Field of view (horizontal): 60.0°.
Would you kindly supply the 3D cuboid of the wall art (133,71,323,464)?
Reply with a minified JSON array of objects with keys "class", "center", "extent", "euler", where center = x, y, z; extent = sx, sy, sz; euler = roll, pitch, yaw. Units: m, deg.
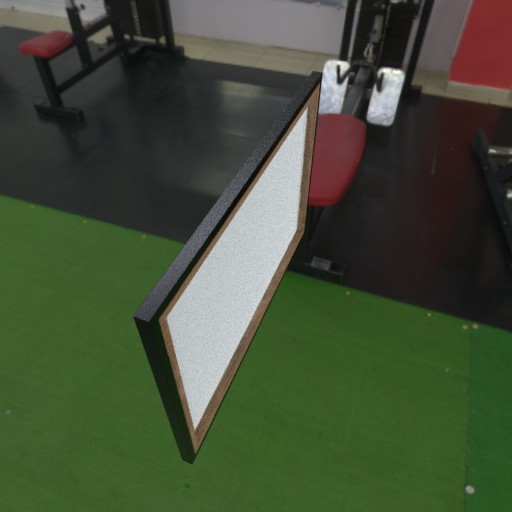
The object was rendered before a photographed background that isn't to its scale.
[{"class":"wall art","center":[0.000,0.000,0.852],"extent":[0.022,0.446,0.659],"euler":[17,49,15]}]
